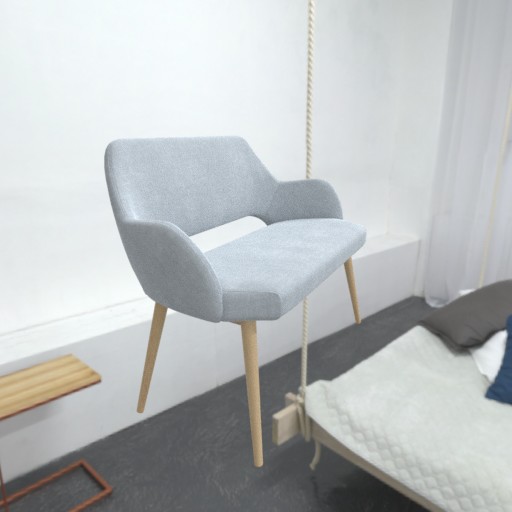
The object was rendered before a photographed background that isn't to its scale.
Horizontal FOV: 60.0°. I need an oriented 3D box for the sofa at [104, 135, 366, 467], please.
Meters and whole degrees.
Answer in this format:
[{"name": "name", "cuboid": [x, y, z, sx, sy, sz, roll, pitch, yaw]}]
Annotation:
[{"name": "sofa", "cuboid": [0.000, 0.000, 1.626, 0.610, 0.840, 1.150, 8, 18, 26]}]
